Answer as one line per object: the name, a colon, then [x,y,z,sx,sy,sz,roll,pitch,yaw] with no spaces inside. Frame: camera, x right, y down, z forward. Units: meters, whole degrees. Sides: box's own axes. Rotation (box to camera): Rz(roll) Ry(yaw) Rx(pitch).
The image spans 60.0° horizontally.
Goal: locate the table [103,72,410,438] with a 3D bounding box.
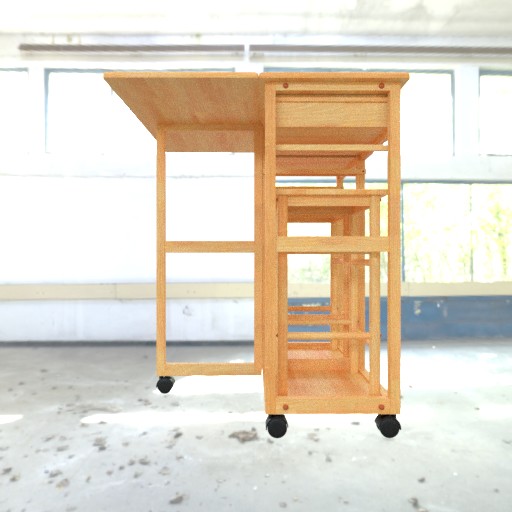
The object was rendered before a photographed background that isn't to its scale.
table: [0.000,0.000,1.371,0.693,0.832,0.752,0,0,0]
